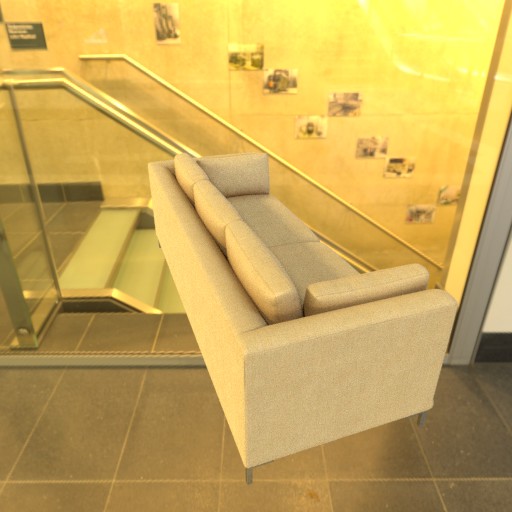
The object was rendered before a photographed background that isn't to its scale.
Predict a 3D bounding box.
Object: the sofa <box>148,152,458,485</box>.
[{"bbox_3d":[0.000,0.000,2.842,0.969,0.867,2.415,-10,30,-17],"label":"sofa"}]
